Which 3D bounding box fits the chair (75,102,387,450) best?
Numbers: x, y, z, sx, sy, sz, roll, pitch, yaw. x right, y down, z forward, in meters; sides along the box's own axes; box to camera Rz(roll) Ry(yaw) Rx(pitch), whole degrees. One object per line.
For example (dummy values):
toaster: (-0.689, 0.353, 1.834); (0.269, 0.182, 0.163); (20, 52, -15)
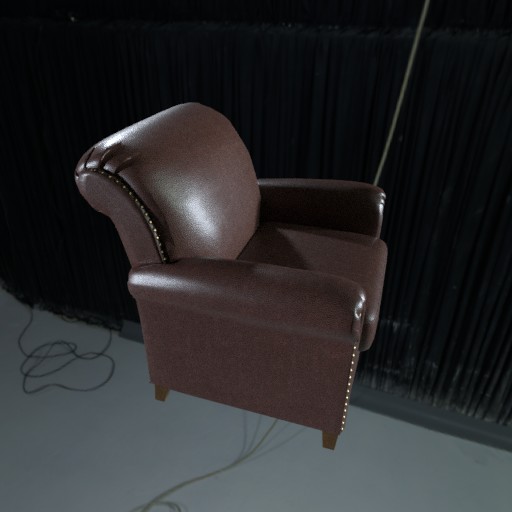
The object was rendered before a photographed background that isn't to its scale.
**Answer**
chair: (0.000, 0.000, 1.578); (0.890, 0.927, 0.854); (10, 32, 16)
